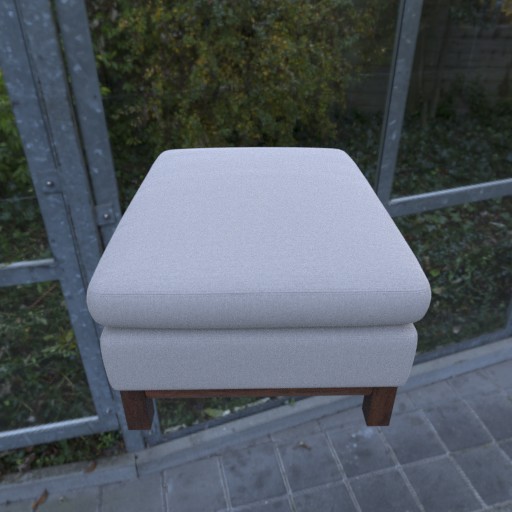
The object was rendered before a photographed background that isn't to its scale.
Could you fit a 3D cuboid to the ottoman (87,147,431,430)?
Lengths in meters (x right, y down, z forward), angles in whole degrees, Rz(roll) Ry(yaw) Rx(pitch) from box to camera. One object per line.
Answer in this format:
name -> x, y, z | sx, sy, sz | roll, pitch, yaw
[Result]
ottoman -> 0.000, 0.000, 1.129 | 0.606, 0.420, 0.771 | -1, 30, -1
